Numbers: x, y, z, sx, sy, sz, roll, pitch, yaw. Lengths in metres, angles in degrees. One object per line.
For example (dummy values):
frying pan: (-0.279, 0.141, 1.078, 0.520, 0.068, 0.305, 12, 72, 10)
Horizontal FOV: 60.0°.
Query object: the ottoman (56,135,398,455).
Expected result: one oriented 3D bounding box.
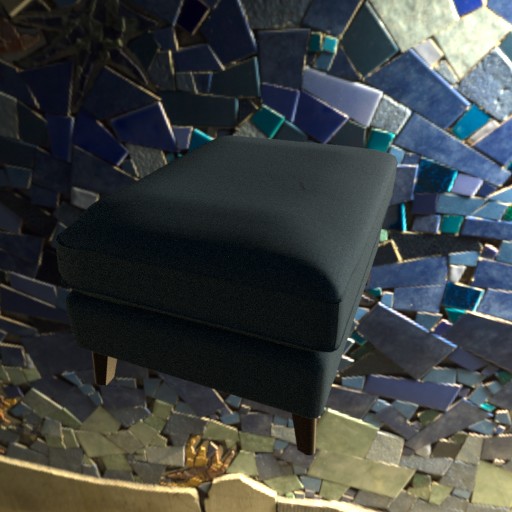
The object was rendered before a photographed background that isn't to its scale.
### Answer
ottoman: (0.000, 0.000, 1.238, 0.629, 0.503, 0.835, 11, 31, 19)
